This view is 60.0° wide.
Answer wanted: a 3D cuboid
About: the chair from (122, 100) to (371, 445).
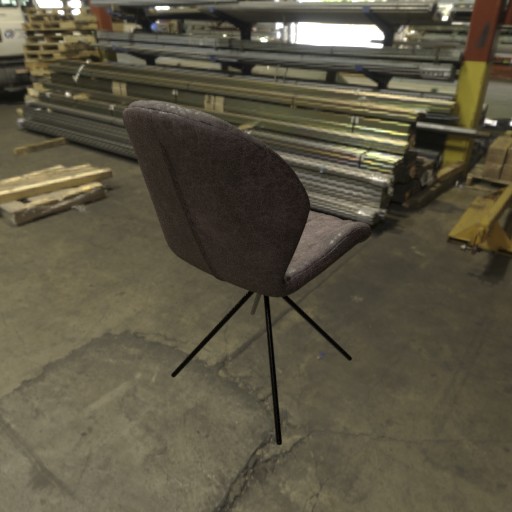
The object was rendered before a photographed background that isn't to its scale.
[{"bbox_3d":[0.000,0.000,1.269,0.527,0.934,0.640,21,36,32],"label":"chair"}]
